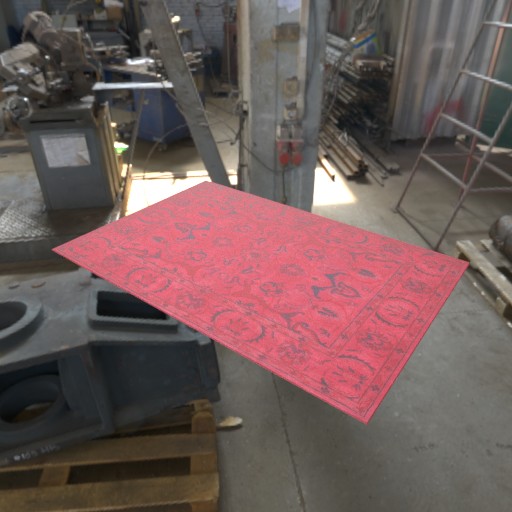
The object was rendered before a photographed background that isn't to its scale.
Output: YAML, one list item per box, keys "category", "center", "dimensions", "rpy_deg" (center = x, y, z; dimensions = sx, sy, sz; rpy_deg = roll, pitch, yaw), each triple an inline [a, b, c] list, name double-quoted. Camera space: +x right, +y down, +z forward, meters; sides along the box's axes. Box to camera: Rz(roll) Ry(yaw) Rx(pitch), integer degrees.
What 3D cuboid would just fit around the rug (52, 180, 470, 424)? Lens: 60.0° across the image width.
- category: "rug"
  center: [0.000, 0.000, 2.305]
  dimensions: [1.814, 0.008, 1.209]
  rpy_deg: [22, 38, 31]
